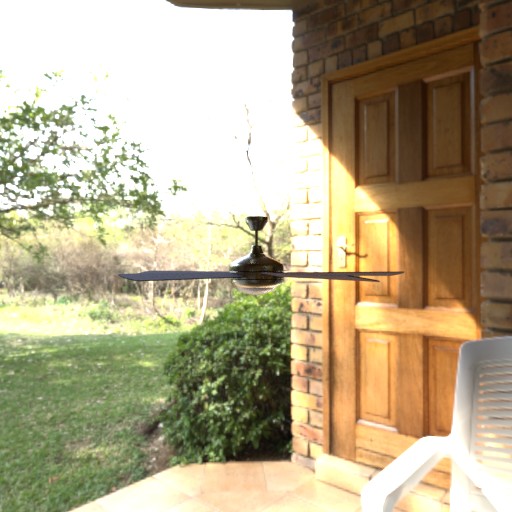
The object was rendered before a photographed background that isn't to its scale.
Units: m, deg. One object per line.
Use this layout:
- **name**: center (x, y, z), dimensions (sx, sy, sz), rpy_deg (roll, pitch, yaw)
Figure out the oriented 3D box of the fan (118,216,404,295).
- **fan**: center (0.000, 0.000, 2.030), dimensions (1.321, 0.356, 1.321), rpy_deg (-1, -1, 35)
